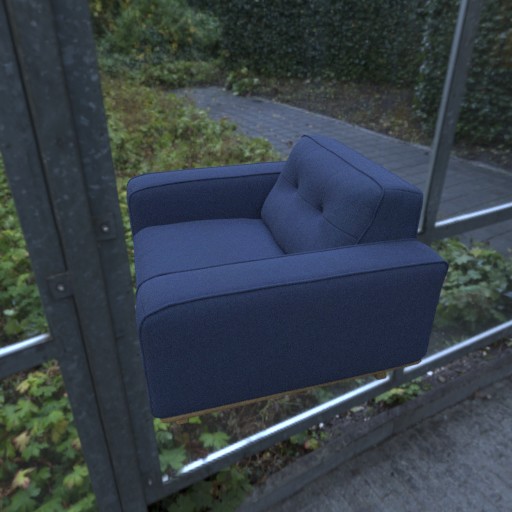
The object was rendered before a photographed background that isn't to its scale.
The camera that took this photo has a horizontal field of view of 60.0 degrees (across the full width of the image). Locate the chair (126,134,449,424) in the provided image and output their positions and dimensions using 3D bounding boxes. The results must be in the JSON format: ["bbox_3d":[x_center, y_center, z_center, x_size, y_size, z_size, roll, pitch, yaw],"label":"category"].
[{"bbox_3d":[0.000,0.000,1.779,0.953,0.783,1.118,-8,30,-14],"label":"chair"}]
